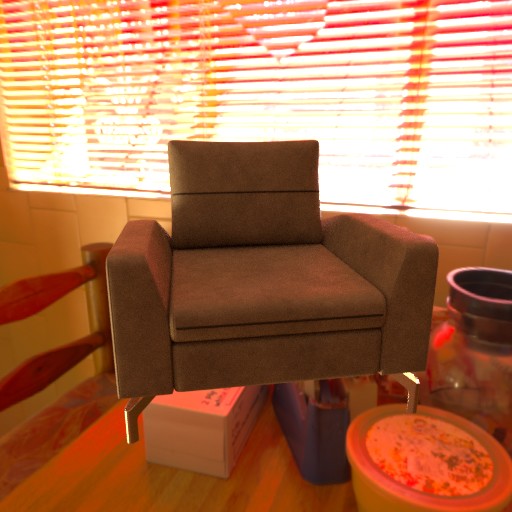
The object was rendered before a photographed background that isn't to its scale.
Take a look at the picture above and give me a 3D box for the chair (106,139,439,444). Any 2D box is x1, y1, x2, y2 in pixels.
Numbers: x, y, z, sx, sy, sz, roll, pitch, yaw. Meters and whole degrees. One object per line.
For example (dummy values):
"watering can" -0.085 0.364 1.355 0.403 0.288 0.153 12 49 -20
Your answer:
"chair" 0.000 0.000 1.591 0.900 0.800 0.900 -3 16 -9
